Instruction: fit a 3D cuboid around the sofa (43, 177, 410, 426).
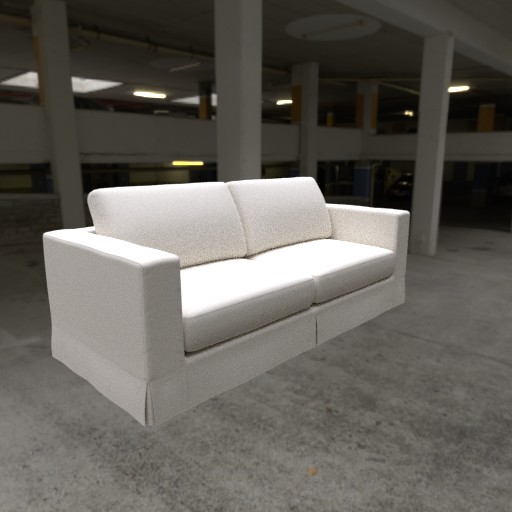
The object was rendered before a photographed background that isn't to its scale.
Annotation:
[{"bbox_3d":[0.000,0.000,2.696,0.954,0.881,2.163,12,18,43],"label":"sofa"}]
